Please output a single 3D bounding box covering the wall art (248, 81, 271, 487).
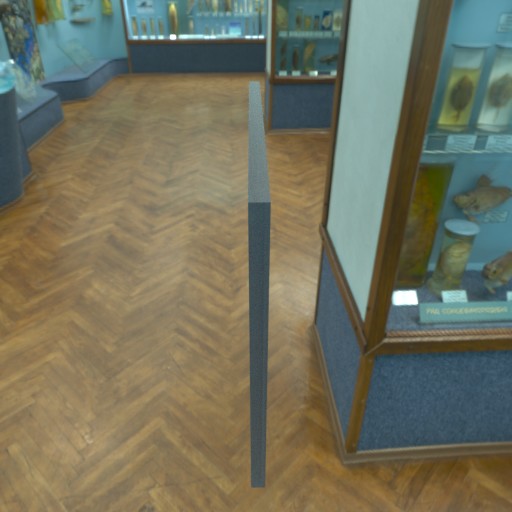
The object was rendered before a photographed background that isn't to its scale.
[{"bbox_3d":[0.000,0.000,0.918,0.026,0.558,0.660,0,32,-1],"label":"wall art"}]
